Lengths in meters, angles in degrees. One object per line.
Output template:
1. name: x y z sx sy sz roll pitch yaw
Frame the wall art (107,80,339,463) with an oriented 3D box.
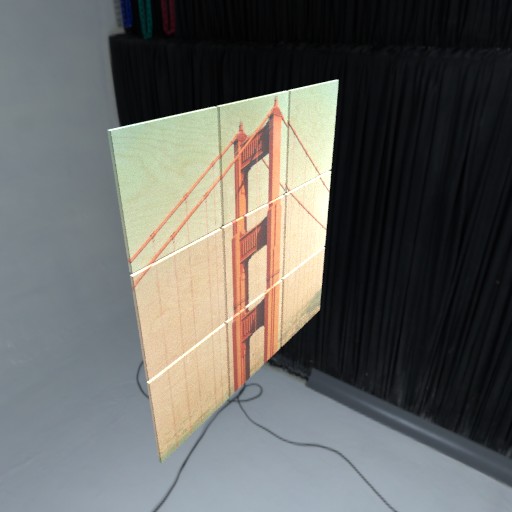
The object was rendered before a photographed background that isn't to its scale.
1. wall art: 0.000 0.000 1.794 0.013 1.219 1.214 19 34 31
